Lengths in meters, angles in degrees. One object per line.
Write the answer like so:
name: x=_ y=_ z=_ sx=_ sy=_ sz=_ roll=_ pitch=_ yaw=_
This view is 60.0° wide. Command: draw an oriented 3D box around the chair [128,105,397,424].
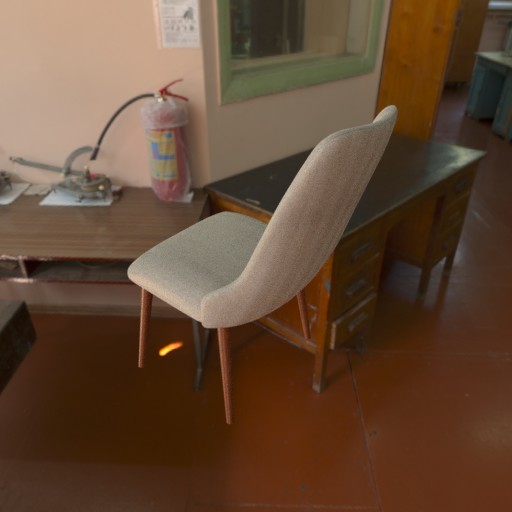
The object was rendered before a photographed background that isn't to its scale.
chair: x=0.000 y=0.000 z=1.340 sx=0.684 sy=0.917 sz=0.526 roll=21 pitch=37 yaw=30
